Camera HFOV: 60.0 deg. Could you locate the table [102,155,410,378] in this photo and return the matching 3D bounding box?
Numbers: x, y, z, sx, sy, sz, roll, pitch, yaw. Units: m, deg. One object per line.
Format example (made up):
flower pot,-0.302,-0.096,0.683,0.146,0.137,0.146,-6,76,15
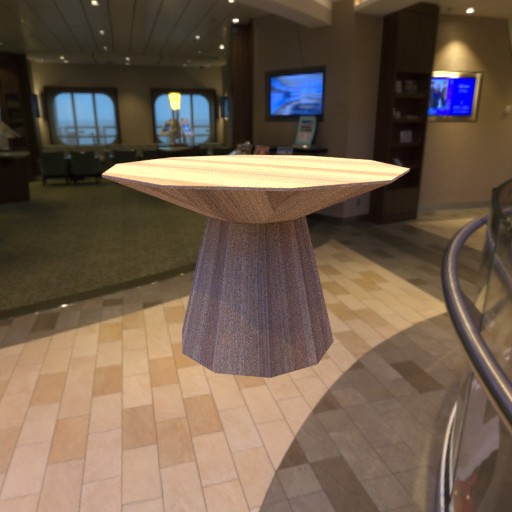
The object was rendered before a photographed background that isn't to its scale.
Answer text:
table,0.000,0.000,1.887,1.186,0.752,1.186,0,17,0
